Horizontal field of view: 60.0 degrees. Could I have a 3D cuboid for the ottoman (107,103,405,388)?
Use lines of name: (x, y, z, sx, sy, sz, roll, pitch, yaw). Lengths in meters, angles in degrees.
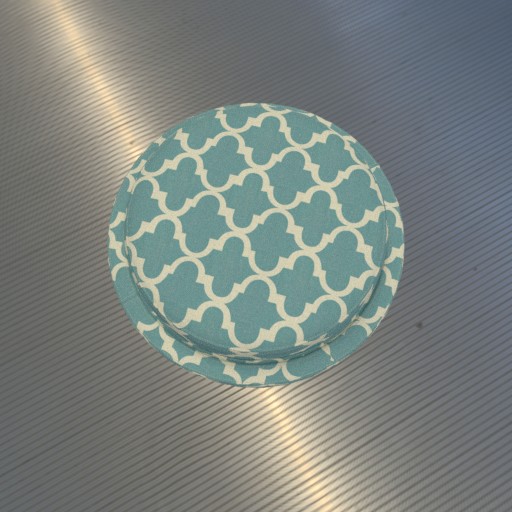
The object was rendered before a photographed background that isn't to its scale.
ottoman: (0.000, 0.000, 0.840, 0.480, 0.429, 0.480, 0, 74, 0)
